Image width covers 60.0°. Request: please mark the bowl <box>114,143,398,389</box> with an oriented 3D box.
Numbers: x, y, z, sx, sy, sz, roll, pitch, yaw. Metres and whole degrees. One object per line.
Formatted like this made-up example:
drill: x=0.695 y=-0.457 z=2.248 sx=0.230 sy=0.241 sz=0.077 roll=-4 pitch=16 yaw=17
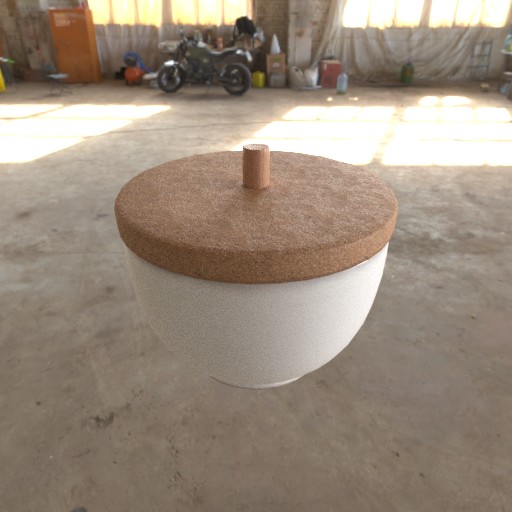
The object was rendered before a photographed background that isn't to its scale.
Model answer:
bowl: x=0.000 y=0.000 z=0.221 sx=0.126 sy=0.110 sz=0.126 roll=0 pitch=30 yaw=0
